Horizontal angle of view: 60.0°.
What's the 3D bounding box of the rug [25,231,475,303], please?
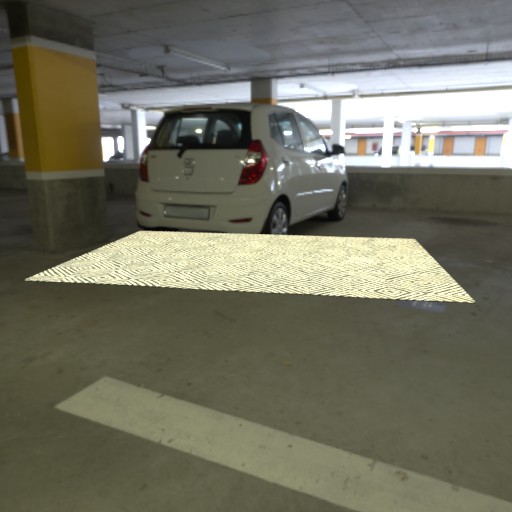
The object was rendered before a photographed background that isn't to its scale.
[{"bbox_3d":[0.000,0.000,2.248,1.750,0.004,1.177,2,13,9],"label":"rug"}]
